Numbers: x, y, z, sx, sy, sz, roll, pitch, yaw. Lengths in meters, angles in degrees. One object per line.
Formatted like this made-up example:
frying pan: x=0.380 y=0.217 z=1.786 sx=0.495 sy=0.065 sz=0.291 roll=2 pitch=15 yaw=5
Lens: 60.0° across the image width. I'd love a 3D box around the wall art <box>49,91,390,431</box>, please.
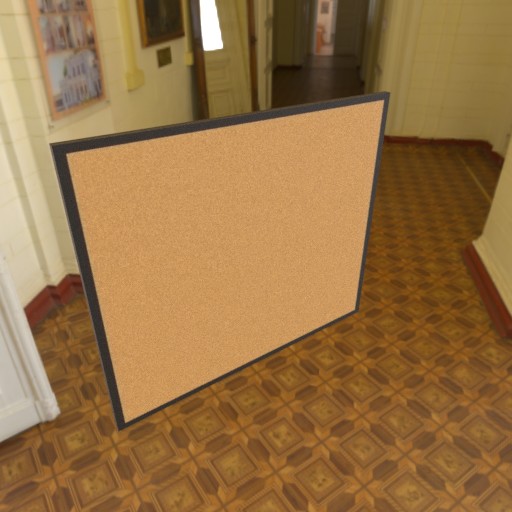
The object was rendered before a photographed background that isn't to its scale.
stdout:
wall art: x=0.000 y=0.000 z=1.387 sx=1.033 sy=0.875 sz=0.023 roll=-19 pitch=35 yaw=-30
